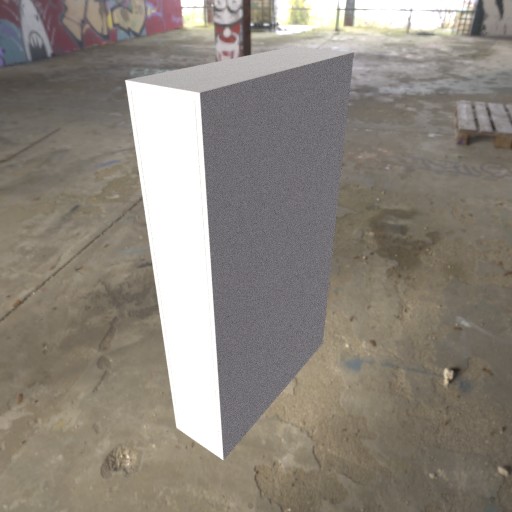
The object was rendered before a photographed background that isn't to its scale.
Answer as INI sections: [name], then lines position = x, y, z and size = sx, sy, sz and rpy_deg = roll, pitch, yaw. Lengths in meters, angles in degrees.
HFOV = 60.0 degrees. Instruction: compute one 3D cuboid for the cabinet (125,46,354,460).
[cabinet]
position = 0.000, 0.000, 1.590
size = 0.250, 1.280, 0.750
rpy_deg = 21, 38, 30
